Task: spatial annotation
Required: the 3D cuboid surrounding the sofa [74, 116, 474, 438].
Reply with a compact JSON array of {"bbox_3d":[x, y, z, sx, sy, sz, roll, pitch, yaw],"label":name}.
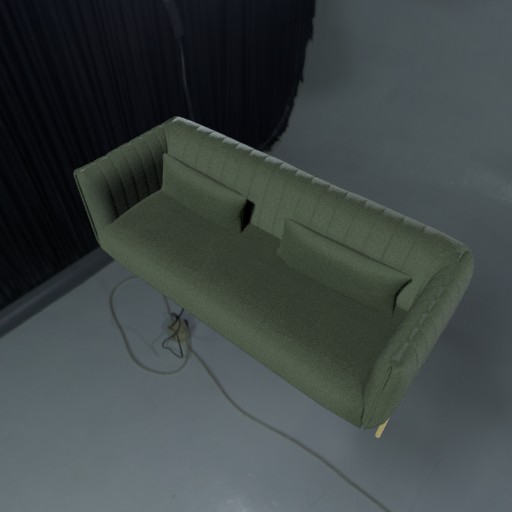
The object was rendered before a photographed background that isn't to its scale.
[{"bbox_3d":[0.000,0.000,2.605,2.137,0.793,0.896,30,53,25],"label":"sofa"}]
